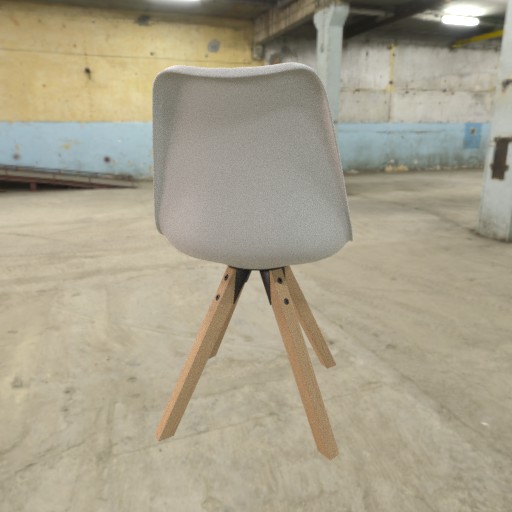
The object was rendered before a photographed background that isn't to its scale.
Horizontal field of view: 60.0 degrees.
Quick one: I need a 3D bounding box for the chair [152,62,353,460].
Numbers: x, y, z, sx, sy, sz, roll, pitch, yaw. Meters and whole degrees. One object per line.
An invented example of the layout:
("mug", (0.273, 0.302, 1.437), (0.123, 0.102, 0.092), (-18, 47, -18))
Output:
("chair", (0.000, 0.000, 1.151), (0.485, 0.850, 0.550), (2, 15, 9))
